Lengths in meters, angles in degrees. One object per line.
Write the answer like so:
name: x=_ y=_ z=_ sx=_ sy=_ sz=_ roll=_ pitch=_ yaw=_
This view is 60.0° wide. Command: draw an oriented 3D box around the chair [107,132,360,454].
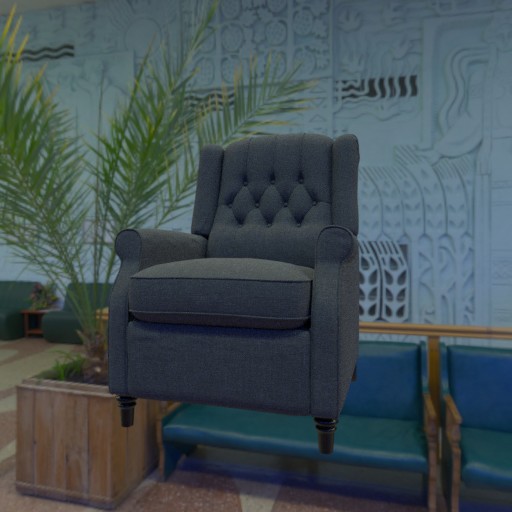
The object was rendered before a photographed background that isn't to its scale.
chair: x=0.000 y=0.000 z=1.599 sx=0.742 sy=1.035 sz=0.898 roll=0 pitch=1 yaw=17
